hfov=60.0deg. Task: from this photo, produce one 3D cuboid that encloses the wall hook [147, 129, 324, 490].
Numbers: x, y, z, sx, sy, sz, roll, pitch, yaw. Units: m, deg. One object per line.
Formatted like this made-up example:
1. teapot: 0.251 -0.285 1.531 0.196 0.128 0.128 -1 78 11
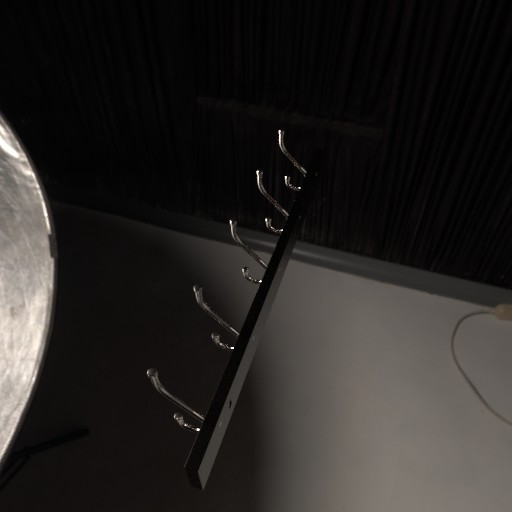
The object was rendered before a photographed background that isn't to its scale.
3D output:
1. wall hook: 0.000 0.000 0.615 0.071 0.117 0.571 13 48 12
